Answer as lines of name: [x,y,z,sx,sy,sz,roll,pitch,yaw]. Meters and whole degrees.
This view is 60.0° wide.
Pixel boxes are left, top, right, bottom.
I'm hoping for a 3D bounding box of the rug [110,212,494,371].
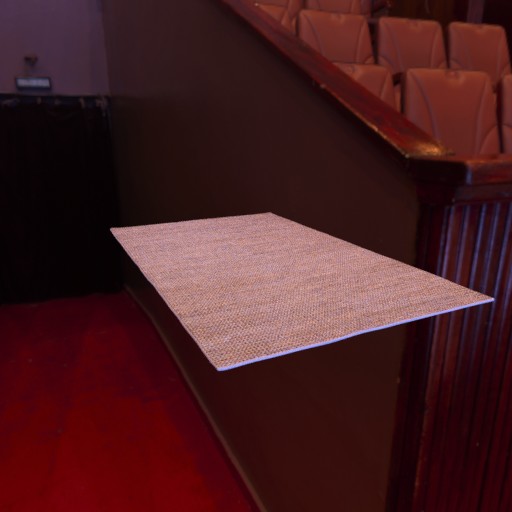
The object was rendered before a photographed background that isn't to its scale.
rug: [0.000,0.000,2.987,1.521,0.034,2.438,-8,19,-25]
